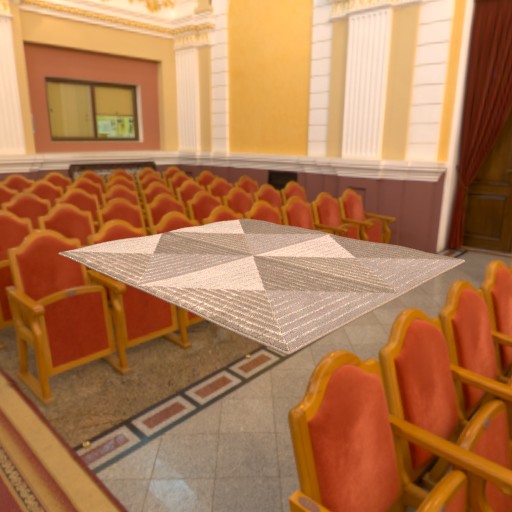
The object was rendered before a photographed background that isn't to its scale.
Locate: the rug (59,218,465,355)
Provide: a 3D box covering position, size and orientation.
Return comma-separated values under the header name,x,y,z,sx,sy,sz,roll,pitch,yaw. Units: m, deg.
name,x,y,z,sx,sy,sz,roll,pitch,yaw
rug,0.000,0.000,0.907,0.642,0.008,0.551,15,21,42
